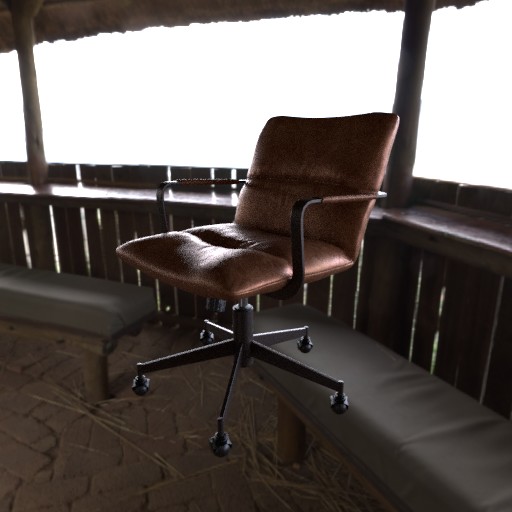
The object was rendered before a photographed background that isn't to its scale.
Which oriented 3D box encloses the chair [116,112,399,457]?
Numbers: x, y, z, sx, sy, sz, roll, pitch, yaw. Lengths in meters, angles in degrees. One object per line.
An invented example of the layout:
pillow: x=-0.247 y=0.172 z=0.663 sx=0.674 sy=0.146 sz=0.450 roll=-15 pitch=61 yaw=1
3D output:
chair: x=0.000 y=0.000 z=1.476 sx=0.727 sy=0.922 sz=0.754 roll=15 pitch=21 yaw=43
